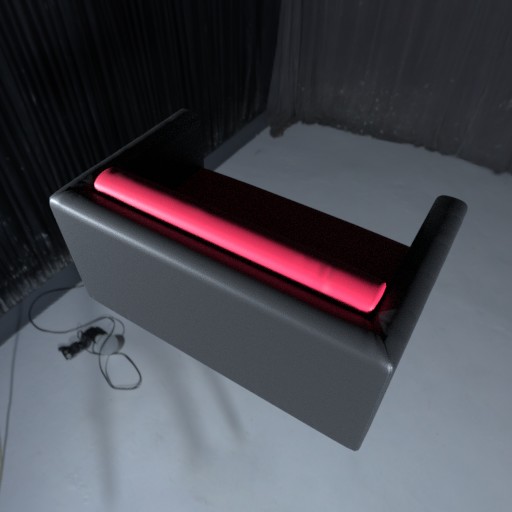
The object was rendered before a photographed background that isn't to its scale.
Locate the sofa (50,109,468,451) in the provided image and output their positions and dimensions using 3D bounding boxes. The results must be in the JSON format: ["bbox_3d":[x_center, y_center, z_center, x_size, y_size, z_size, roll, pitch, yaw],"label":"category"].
[{"bbox_3d":[0.000,0.000,1.925,1.410,0.735,0.845,24,51,21],"label":"sofa"}]
